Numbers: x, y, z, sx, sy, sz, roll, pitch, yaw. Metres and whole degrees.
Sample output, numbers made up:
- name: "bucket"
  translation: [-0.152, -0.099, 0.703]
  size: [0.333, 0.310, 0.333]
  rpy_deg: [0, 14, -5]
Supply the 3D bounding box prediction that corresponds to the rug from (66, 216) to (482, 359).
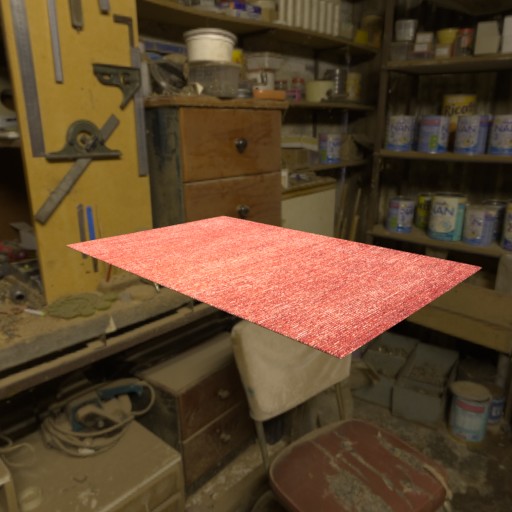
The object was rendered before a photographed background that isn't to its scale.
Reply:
- name: "rug"
  translation: [0.000, 0.000, 2.194]
  size: [1.747, 0.011, 1.139]
  rpy_deg: [15, 22, 42]
